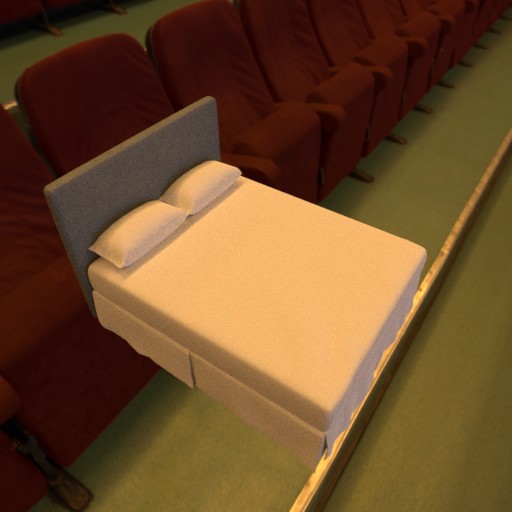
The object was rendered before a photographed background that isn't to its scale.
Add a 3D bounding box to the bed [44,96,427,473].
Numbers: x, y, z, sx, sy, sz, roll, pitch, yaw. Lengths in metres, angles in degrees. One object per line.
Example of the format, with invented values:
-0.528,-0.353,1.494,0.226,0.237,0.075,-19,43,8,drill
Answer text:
0.000,0.000,3.235,2.142,1.330,1.713,25,49,24,bed
